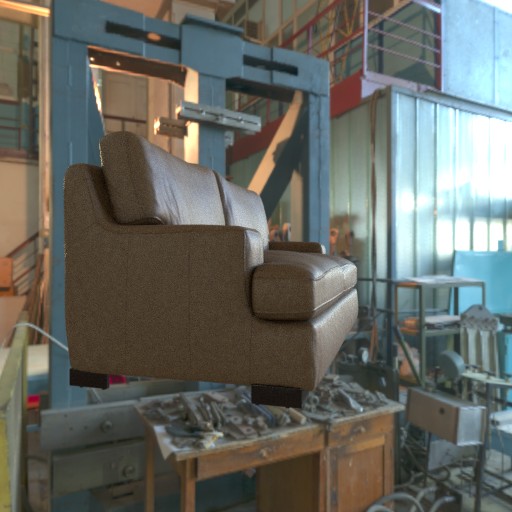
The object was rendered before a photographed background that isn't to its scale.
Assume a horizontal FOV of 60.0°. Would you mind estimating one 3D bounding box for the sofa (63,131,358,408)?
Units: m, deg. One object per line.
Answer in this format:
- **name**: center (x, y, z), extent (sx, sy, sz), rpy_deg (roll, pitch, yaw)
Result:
- **sofa**: center (0.000, 0.000, 2.372), extent (0.962, 0.980, 1.855), rpy_deg (0, 0, 17)
